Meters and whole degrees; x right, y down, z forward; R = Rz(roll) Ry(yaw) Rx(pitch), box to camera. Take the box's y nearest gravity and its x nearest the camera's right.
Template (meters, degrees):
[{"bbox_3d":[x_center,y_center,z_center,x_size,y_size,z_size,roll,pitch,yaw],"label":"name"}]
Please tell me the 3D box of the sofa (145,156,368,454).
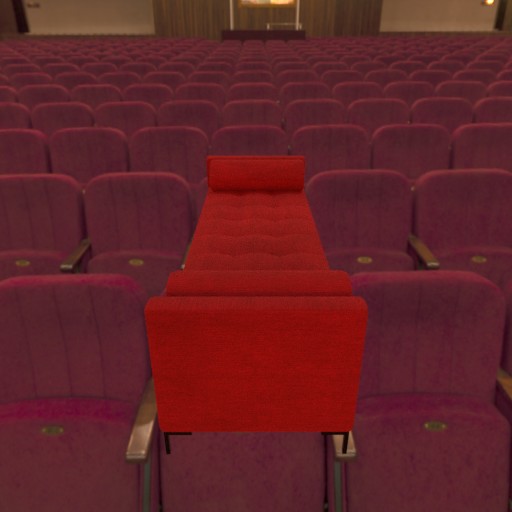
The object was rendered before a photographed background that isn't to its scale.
[{"bbox_3d":[0.000,0.000,2.348,0.686,0.635,1.981,0,26,0],"label":"sofa"}]
